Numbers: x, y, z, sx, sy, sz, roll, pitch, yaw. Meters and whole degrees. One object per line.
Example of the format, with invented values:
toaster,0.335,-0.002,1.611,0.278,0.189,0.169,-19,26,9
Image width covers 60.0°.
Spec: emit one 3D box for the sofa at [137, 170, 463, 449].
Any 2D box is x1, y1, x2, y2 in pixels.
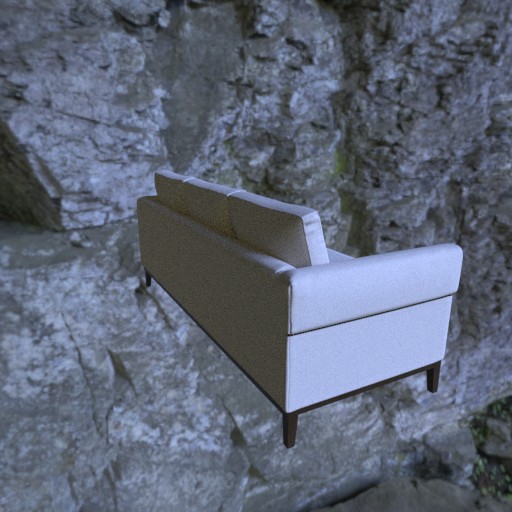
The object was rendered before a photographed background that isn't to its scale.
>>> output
sofa,0.000,0.000,2.688,0.902,0.911,2.198,-8,18,-27
